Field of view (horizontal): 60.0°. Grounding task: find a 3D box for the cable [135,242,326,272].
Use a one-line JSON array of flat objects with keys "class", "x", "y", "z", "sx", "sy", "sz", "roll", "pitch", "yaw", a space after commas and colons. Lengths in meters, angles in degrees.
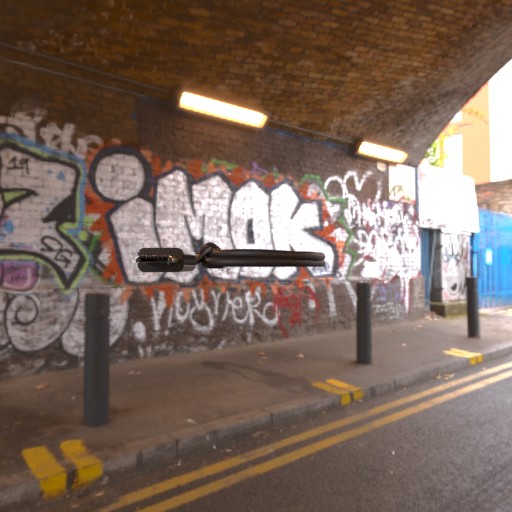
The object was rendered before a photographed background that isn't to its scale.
[{"class": "cable", "x": 0.000, "y": 0.000, "z": 0.219, "sx": 0.070, "sy": 0.014, "sz": 0.192, "roll": 0, "pitch": -1, "yaw": 0}]
